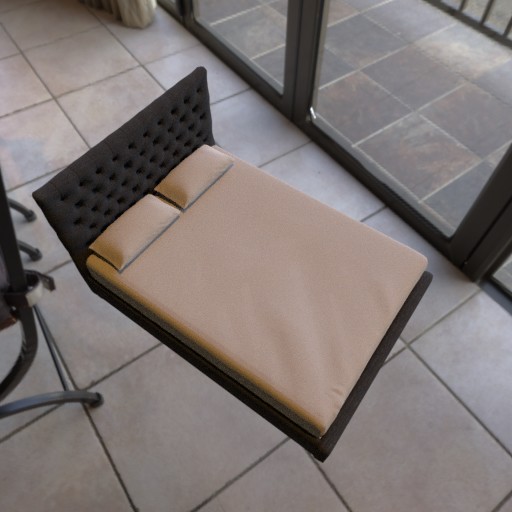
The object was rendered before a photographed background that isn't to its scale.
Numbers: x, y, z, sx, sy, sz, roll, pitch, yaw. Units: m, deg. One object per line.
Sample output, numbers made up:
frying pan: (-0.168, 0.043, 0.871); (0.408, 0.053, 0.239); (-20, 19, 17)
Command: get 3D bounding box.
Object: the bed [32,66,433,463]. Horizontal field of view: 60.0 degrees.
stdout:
bed: (0.000, 0.000, 3.393); (2.387, 1.427, 1.698); (31, 62, 19)
